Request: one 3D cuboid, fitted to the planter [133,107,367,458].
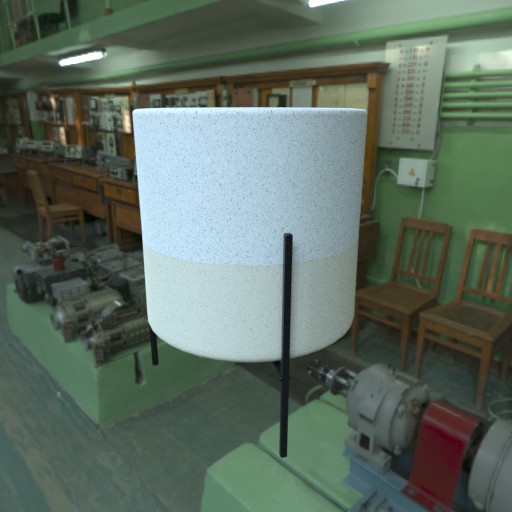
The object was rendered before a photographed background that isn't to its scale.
[{"bbox_3d":[0.000,0.000,0.672,0.335,0.423,0.313,-17,24,-42],"label":"planter"}]
